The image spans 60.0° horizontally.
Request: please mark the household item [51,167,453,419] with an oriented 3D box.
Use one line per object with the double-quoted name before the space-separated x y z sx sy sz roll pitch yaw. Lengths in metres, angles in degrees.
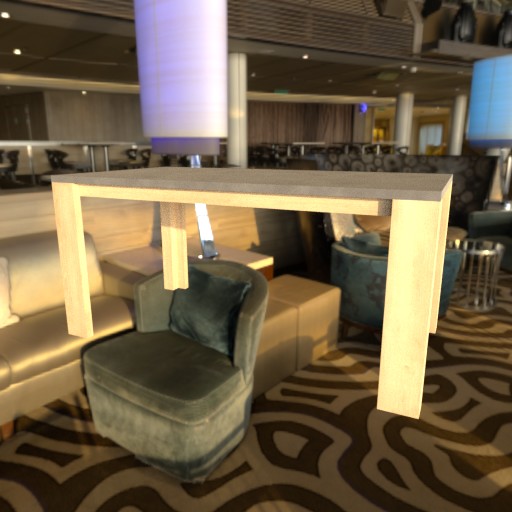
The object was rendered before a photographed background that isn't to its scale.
"household item" 0.000 0.000 2.089 1.600 0.755 0.850 7 16 24
